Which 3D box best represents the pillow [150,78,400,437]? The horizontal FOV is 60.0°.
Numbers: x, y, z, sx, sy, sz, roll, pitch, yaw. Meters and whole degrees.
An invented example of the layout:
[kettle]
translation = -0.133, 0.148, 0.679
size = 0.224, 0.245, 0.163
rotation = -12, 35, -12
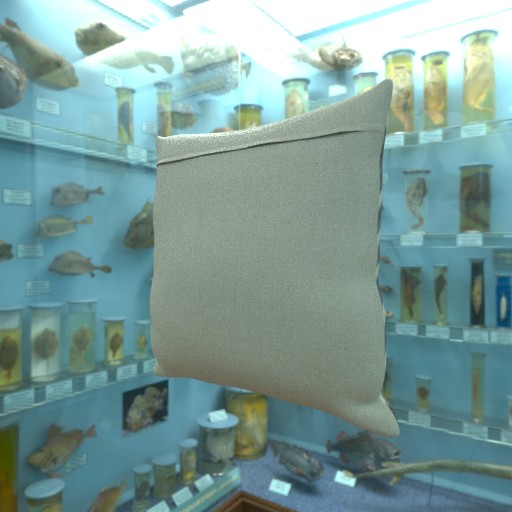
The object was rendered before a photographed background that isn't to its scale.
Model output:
[pillow]
translation = 0.000, 0.000, 0.670
size = 0.440, 0.441, 0.182
rotation = 0, 1, 36
